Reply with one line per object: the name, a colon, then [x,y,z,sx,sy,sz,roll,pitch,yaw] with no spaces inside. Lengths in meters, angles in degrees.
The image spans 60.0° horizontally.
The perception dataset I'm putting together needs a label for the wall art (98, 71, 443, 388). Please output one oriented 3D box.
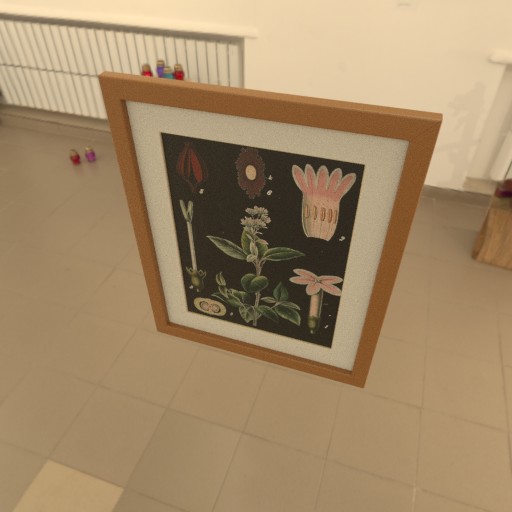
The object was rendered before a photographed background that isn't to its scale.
wall art: [0.000,0.000,0.510,0.310,0.379,0.015,12,43,14]
